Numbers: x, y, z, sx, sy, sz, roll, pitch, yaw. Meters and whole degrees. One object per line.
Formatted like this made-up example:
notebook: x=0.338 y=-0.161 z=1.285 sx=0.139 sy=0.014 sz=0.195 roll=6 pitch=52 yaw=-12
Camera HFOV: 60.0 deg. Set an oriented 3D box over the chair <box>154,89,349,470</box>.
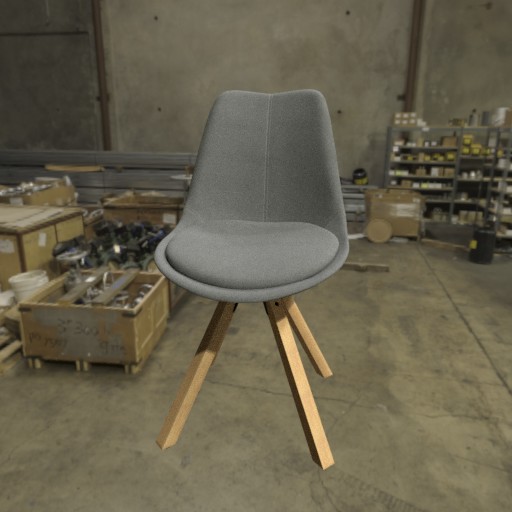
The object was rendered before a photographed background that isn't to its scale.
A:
chair: x=0.000 y=0.000 z=1.169 sx=0.474 sy=0.863 sz=0.549 roll=3 pitch=16 yaw=9
